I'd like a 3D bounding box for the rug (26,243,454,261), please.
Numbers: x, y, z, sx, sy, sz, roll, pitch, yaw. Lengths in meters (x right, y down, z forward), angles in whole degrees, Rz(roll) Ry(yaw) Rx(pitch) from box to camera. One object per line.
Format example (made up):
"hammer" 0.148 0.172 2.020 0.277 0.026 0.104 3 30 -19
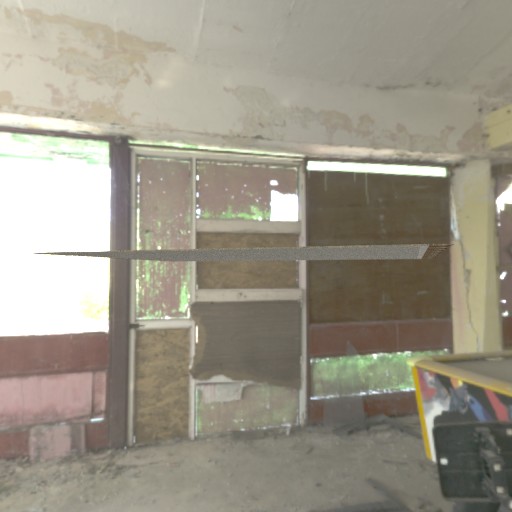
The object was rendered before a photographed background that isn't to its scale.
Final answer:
"rug" 0.000 0.000 3.428 2.651 0.010 1.971 -1 -2 19
